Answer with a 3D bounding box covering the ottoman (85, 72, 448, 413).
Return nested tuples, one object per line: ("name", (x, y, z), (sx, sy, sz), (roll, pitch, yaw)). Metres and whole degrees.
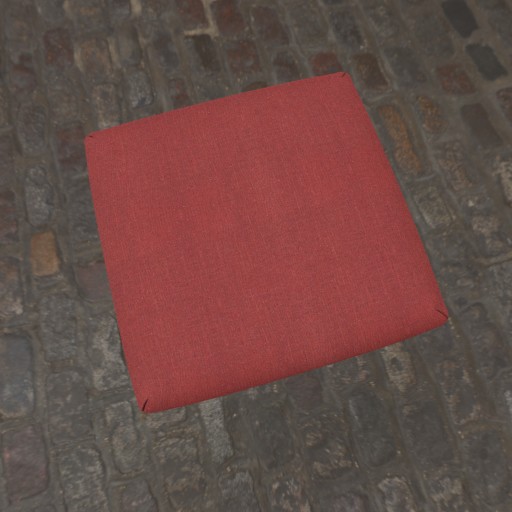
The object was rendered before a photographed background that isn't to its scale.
("ottoman", (0.000, 0.000, 0.913), (0.507, 0.475, 0.497), (-15, 74, -4))
